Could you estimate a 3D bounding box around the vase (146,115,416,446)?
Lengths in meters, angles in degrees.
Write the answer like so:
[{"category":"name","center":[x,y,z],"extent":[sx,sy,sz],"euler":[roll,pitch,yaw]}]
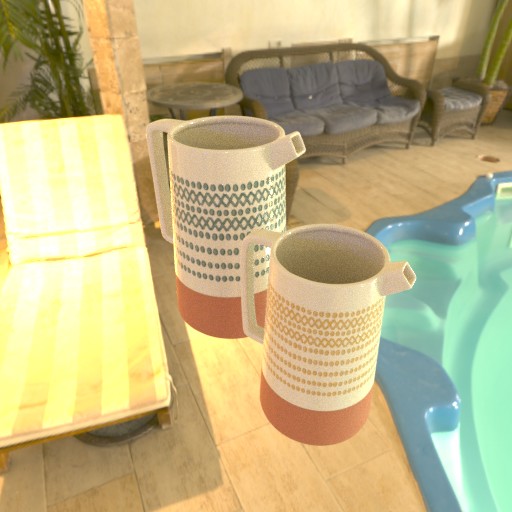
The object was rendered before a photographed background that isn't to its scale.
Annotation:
[{"category":"vase","center":[0.000,0.000,0.473],"extent":[0.168,0.247,0.326],"euler":[-11,34,-16]}]
